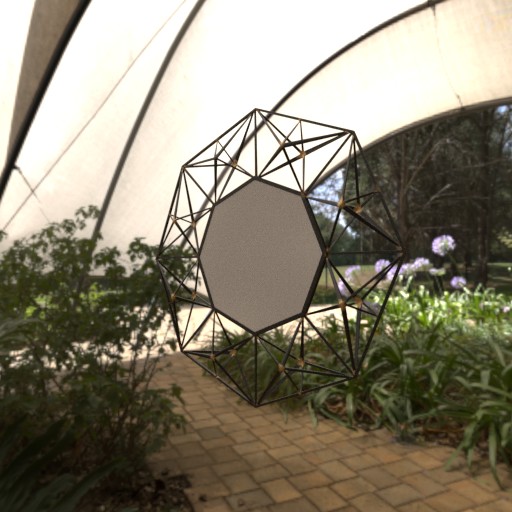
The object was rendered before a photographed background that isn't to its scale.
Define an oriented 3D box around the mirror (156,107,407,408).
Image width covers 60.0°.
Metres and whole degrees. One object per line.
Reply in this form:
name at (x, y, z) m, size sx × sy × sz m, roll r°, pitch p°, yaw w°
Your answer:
mirror at (0.000, 0.000, 1.049) m, size 0.710 × 0.710 × 0.094 m, roll -2°, pitch -3°, yaw 37°
